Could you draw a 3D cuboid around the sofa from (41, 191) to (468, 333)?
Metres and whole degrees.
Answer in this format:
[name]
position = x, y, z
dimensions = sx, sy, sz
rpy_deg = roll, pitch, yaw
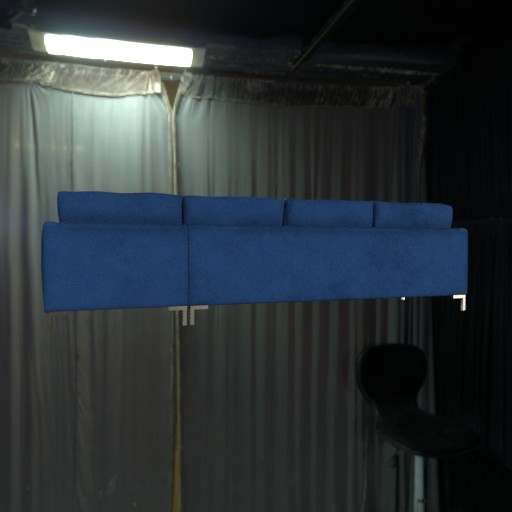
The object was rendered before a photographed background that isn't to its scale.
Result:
[sofa]
position = 0.000, 0.000, 3.483
dimensions = 2.932, 0.810, 1.350
rpy_deg = 0, 1, -18
